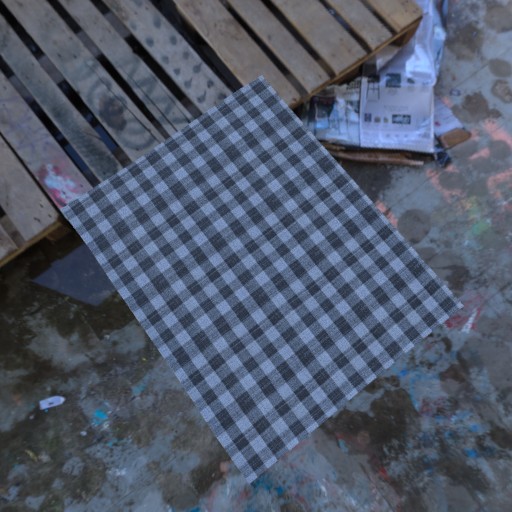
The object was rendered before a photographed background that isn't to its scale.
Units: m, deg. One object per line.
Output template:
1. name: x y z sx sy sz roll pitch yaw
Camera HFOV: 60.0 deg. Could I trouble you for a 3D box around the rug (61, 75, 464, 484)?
1. rug: 0.000 0.000 4.125 2.432 0.013 3.021 -36 79 -9
